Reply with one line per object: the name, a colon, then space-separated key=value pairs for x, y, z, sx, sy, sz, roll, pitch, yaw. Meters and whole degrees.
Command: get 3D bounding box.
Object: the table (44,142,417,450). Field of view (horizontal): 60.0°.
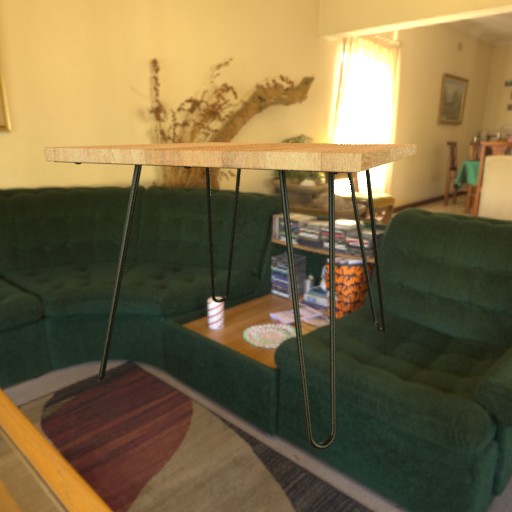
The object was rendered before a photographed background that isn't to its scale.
table: x=0.000 y=0.000 z=1.033 sx=0.599 sy=0.500 sz=0.599 roll=7 pitch=17 yaw=25
